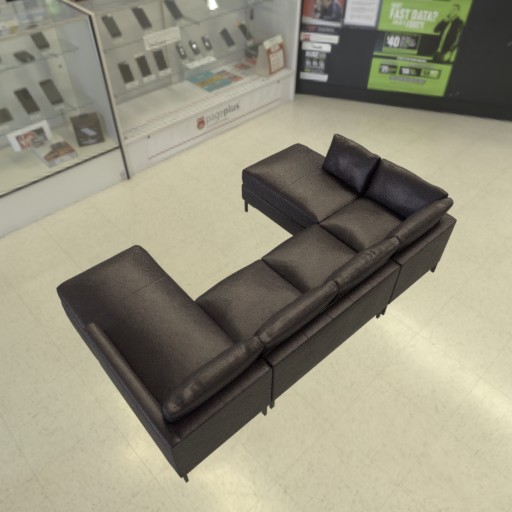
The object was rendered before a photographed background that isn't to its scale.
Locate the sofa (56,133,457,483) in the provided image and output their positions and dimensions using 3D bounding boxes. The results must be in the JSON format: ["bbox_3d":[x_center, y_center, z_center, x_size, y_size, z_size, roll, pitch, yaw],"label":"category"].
[{"bbox_3d":[0.000,0.000,3.760,2.956,0.900,1.939,-32,54,-27],"label":"sofa"}]
